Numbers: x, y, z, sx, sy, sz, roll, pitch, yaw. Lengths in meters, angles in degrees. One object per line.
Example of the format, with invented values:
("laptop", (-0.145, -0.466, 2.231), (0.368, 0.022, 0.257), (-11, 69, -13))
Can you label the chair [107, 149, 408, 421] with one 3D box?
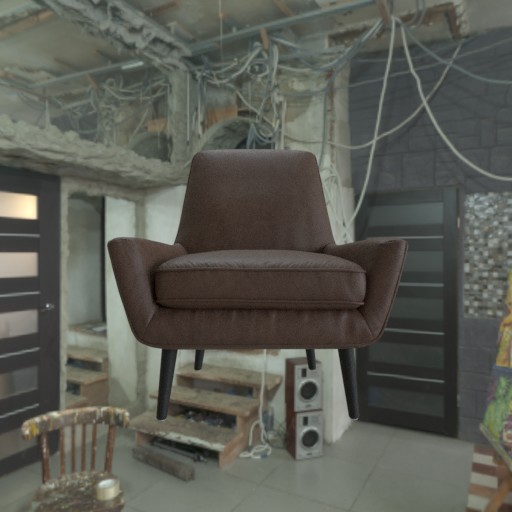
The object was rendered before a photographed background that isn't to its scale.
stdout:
("chair", (0.000, 0.000, 1.536), (0.787, 0.888, 0.824), (0, 0, -1))
